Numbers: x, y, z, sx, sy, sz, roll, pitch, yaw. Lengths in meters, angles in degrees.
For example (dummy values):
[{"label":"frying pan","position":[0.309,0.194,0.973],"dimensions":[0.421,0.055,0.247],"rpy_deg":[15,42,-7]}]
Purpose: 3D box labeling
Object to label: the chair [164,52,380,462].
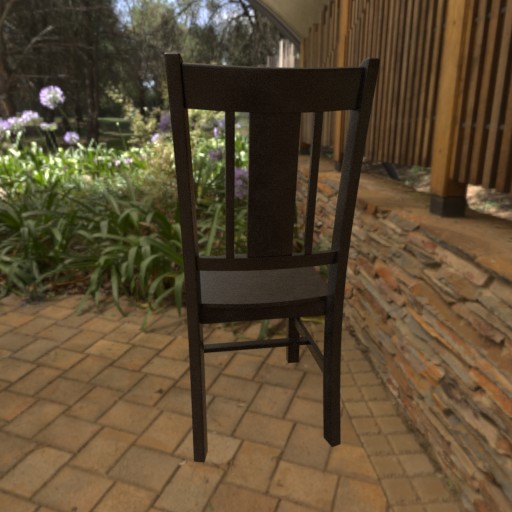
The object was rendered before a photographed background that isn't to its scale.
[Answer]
[{"label":"chair","position":[0.000,0.000,1.283],"dimensions":[0.450,0.998,0.555],"rpy_deg":[-3,16,-9]}]
